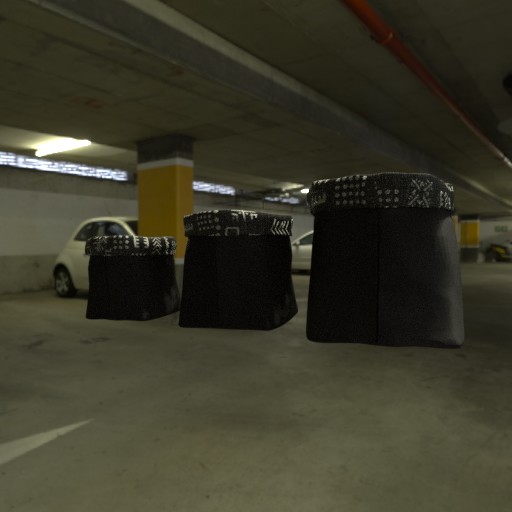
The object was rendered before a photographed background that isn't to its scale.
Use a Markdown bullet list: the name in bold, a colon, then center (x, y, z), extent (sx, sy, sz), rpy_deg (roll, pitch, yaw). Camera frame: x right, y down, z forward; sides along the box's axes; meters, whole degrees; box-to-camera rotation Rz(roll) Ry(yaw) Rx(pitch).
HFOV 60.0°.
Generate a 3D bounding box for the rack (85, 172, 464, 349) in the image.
- **rack**: center (0.000, 0.000, 1.066), extent (0.905, 0.323, 0.379), rpy_deg (1, 2, 18)
